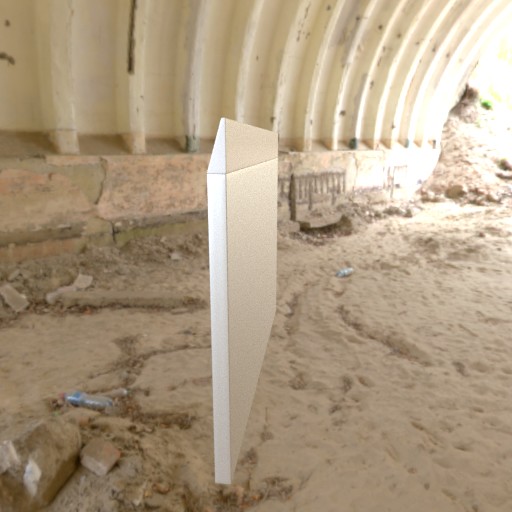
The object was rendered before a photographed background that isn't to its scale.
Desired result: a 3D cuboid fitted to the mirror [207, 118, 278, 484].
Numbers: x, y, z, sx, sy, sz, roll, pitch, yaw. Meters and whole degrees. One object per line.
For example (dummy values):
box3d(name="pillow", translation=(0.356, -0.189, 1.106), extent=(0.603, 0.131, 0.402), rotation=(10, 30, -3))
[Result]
box3d(name="mirror", translation=(0.000, 0.000, 1.138), extent=(0.030, 0.630, 0.870), rotation=(2, 14, 8))
